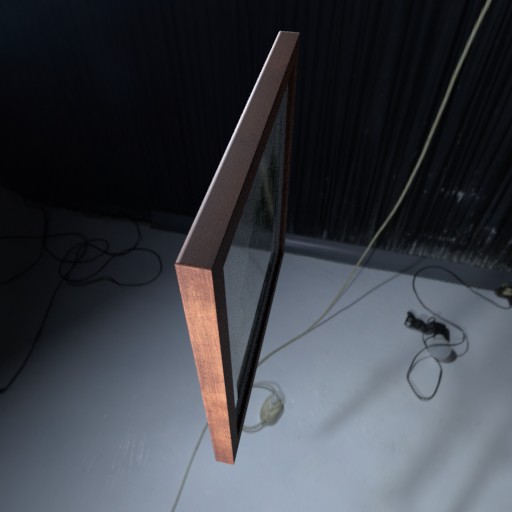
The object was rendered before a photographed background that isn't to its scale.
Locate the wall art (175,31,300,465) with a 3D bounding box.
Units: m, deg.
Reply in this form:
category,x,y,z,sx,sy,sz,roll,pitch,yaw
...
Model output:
category,x,y,z,sx,sy,sz,roll,pitch,yaw
wall art,0.000,0.000,0.808,0.037,0.572,0.554,9,49,8
